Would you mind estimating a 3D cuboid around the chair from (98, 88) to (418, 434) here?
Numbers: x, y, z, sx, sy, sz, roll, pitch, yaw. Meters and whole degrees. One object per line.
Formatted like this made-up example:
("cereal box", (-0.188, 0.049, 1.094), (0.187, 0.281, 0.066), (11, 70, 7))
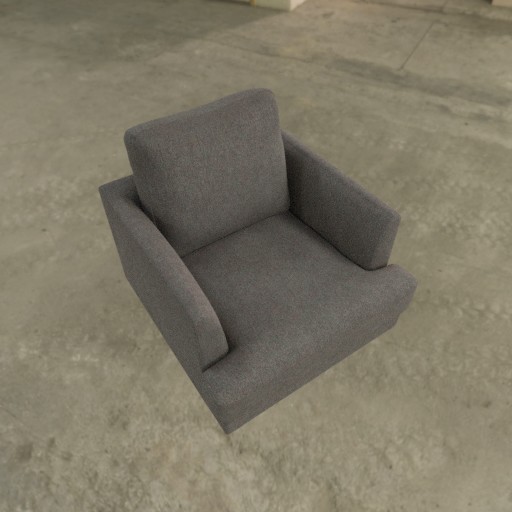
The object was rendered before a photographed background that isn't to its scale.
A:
("chair", (0.000, 0.000, 1.683), (0.858, 0.957, 0.899), (-26, 51, -23))
